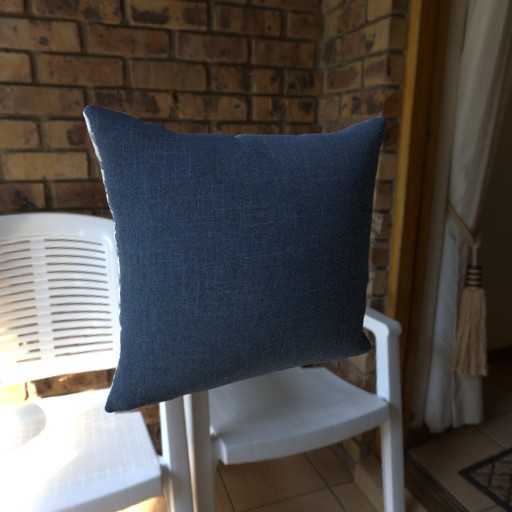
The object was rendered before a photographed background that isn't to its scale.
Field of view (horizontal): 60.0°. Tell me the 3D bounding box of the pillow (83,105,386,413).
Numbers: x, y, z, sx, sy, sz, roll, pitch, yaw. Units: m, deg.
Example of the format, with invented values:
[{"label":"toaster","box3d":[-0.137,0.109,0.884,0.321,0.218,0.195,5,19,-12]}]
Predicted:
[{"label":"pillow","box3d":[0.000,0.000,0.779,0.546,0.487,0.180,-7,16,-25]}]
